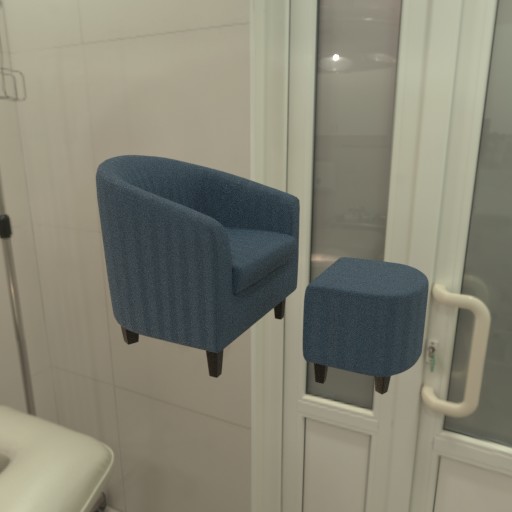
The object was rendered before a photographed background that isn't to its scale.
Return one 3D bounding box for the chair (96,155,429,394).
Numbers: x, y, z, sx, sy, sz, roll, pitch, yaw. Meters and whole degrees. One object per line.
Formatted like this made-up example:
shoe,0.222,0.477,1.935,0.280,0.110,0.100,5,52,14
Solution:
chair,0.000,0.000,1.750,1.288,0.757,0.756,7,17,25
